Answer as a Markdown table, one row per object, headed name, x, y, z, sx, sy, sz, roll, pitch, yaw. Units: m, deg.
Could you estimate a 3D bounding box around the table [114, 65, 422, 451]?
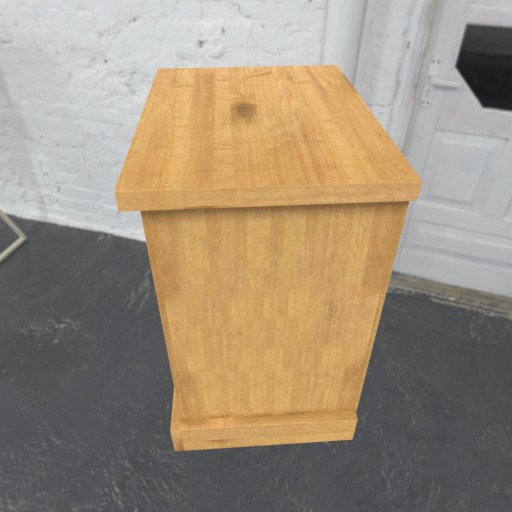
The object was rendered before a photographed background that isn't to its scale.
| name | x | y | z | sx | sy | sz | roll | pitch | yaw |
| --- | --- | --- | --- | --- | --- | --- | --- | --- | --- |
| table | 0.000 | 0.000 | 1.221 | 0.500 | 0.813 | 0.660 | -2 | 39 | -3 |
